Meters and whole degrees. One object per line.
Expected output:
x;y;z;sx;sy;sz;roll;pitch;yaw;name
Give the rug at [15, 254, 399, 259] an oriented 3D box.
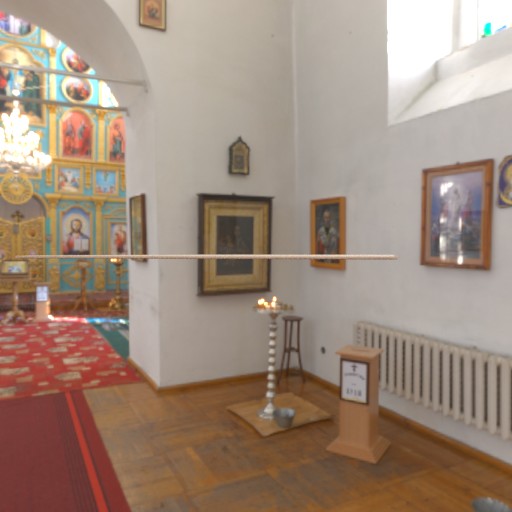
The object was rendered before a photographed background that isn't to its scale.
0.000;0.000;4.053;2.462;0.018;3.039;0;0;17;rug
